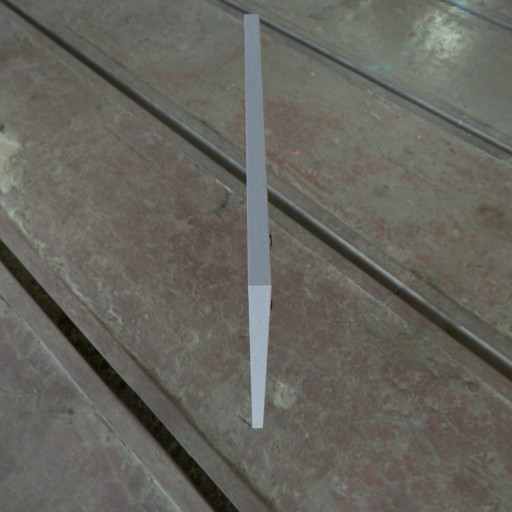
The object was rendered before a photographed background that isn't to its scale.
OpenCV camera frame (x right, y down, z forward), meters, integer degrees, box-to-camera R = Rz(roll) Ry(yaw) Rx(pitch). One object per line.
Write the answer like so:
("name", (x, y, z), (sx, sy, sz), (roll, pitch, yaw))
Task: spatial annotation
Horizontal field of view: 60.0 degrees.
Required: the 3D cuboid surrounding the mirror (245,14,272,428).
("mirror", (0.000, 0.000, 1.311), (0.040, 1.016, 0.762), (-1, 57, -1))
